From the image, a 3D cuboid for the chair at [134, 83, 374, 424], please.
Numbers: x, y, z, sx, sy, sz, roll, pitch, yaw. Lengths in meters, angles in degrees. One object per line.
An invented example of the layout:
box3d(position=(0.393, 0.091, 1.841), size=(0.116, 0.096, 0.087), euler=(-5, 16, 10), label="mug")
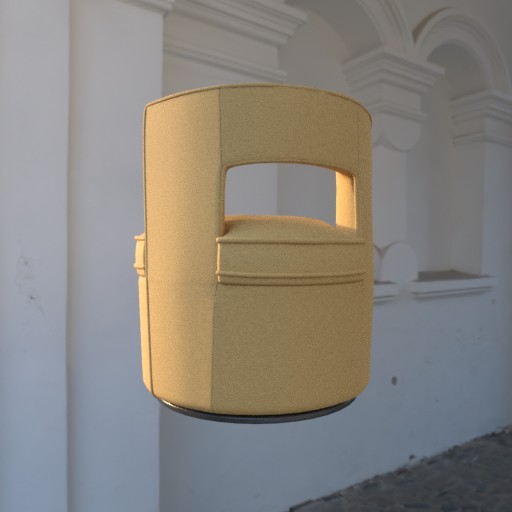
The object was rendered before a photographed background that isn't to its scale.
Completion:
box3d(position=(0.000, 0.000, 1.224), size=(0.650, 0.723, 0.665), euler=(0, 0, -18), label="chair")
